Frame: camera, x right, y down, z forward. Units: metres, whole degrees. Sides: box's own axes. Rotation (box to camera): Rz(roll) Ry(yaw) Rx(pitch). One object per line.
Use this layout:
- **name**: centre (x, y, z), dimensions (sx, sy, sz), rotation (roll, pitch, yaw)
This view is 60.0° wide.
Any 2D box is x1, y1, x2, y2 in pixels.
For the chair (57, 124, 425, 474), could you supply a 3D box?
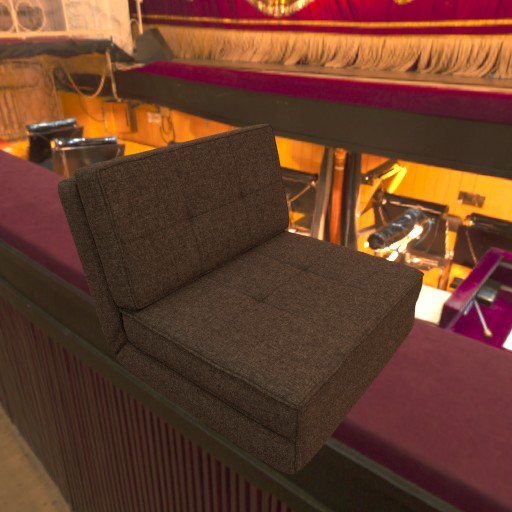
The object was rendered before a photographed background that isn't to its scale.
- **chair**: centre (0.000, 0.000, 1.309), dimensions (0.800, 0.615, 0.740), rotation (20, 33, 33)
